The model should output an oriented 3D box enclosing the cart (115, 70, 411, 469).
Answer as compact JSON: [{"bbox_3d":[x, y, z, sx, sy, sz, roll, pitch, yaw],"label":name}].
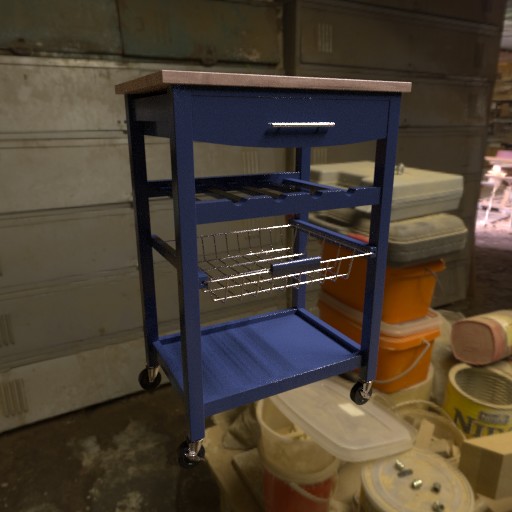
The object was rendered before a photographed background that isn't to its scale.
[{"bbox_3d":[0.000,0.000,1.156,0.584,0.839,0.403,-9,19,-27],"label":"cart"}]
